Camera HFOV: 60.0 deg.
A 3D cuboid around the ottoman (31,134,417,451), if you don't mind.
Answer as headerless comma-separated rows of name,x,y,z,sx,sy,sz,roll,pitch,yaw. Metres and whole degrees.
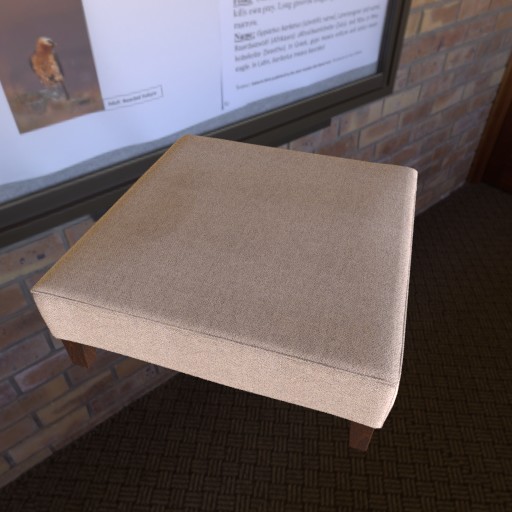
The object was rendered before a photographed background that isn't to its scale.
ottoman,0.000,0.000,1.513,0.973,0.381,0.982,12,42,13
